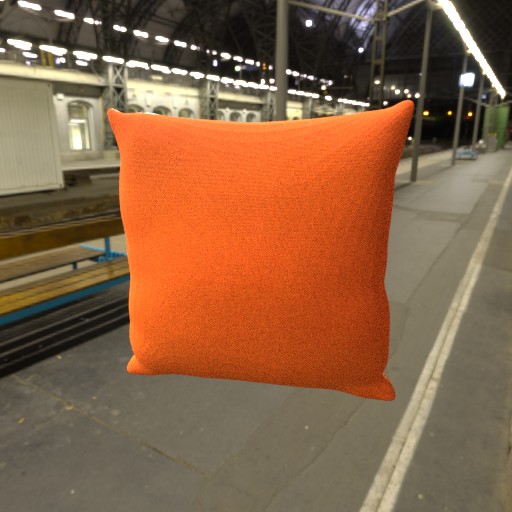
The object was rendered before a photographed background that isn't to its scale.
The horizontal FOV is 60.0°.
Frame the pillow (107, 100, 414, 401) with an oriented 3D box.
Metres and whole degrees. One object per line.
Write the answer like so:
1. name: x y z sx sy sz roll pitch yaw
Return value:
1. pillow: 0.000 0.000 0.669 0.440 0.441 0.182 3 16 9
